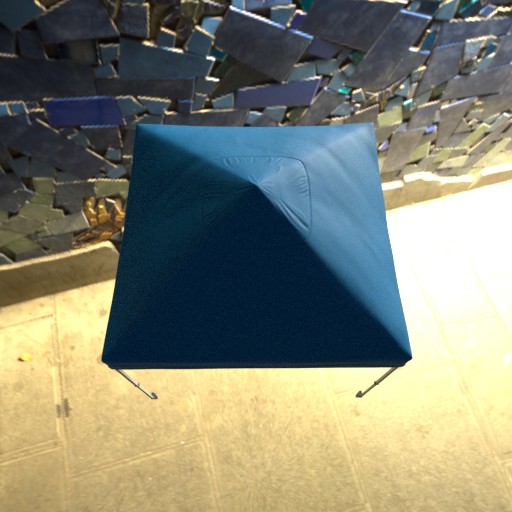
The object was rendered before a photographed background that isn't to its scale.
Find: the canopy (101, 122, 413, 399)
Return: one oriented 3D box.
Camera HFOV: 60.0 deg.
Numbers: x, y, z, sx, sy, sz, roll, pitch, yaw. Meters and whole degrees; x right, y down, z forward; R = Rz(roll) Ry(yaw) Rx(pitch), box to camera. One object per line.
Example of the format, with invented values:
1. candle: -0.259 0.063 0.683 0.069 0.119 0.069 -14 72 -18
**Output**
1. canopy: 0.000 0.000 5.545 2.998 2.997 2.996 0 63 0
